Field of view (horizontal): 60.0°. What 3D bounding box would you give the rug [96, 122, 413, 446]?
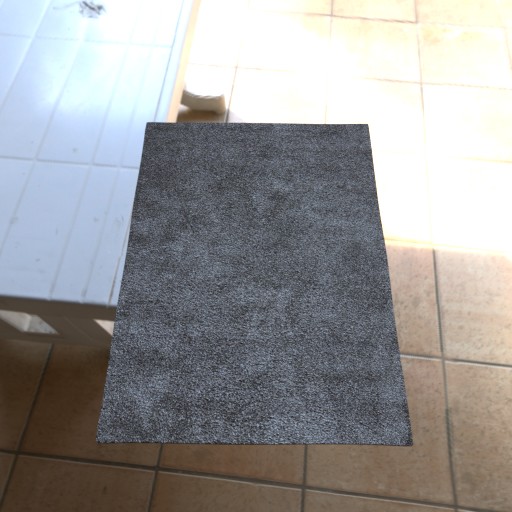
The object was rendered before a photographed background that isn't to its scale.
[{"bbox_3d":[0.000,0.000,2.036,1.198,0.025,1.601,0,63,0],"label":"rug"}]
